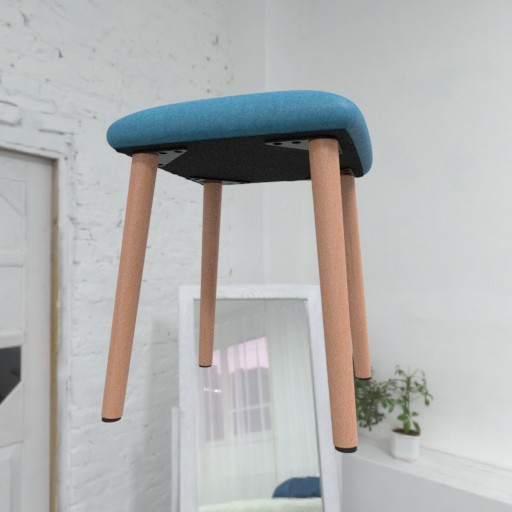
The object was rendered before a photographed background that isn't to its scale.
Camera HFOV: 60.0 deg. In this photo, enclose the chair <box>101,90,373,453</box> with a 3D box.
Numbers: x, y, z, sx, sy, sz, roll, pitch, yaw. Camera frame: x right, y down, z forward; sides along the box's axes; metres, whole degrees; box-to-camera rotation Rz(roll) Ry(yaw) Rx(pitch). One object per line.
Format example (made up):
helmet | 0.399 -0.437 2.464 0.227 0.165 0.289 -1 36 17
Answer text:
chair | 0.000 0.000 0.715 0.360 0.450 0.360 0 0 17
